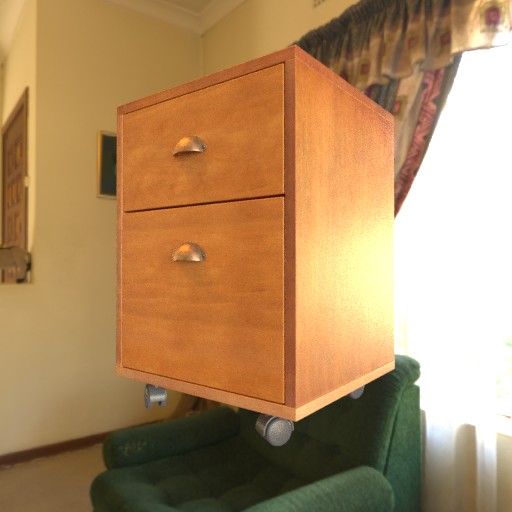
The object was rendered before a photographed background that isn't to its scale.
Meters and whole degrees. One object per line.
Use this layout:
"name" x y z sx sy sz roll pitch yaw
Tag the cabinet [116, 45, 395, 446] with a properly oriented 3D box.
"cabinet" 0.000 0.000 0.874 0.409 0.579 0.401 -1 -1 37
